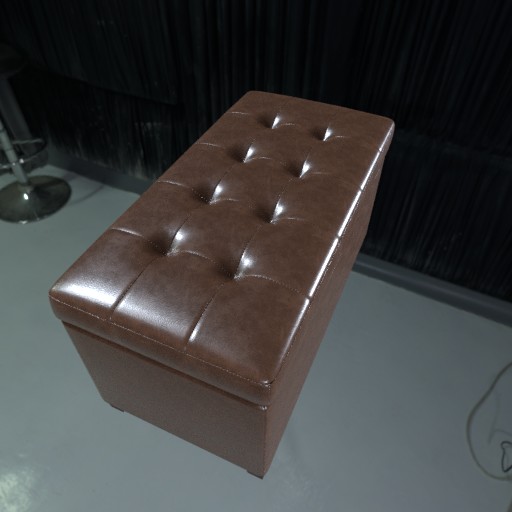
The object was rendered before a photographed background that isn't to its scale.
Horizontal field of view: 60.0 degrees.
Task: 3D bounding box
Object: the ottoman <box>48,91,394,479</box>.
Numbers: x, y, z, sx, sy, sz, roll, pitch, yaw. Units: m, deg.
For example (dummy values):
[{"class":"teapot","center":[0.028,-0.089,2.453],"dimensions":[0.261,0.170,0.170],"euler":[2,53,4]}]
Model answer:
[{"class":"ottoman","center":[0.000,0.000,1.104],"dimensions":[0.432,0.470,0.838],"euler":[18,49,17]}]
